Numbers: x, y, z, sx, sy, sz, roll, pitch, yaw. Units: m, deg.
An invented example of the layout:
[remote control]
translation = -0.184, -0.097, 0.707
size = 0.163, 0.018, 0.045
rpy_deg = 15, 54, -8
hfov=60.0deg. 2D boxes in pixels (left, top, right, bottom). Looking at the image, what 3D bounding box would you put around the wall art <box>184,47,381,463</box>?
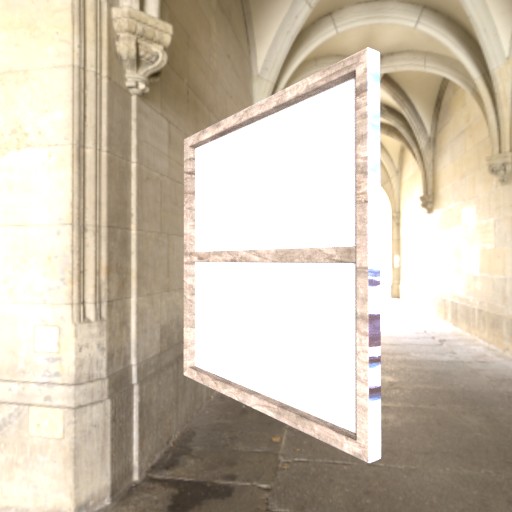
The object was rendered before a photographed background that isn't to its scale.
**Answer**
[wall art]
translation = 0.000, 0.000, 1.107
size = 0.035, 0.747, 0.747
rpy_deg = 0, -1, -35
